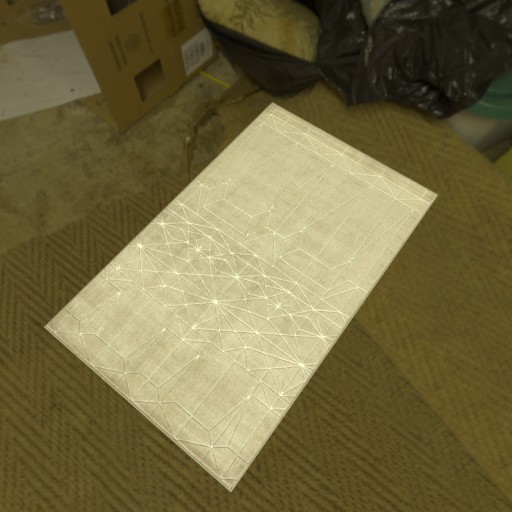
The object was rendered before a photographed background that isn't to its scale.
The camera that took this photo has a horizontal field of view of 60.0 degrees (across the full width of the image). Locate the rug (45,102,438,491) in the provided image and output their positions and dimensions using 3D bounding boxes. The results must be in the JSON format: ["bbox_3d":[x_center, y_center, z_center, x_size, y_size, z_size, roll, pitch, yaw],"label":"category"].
[{"bbox_3d":[0.000,0.000,3.045,1.524,0.012,2.438,34,68,16],"label":"rug"}]
